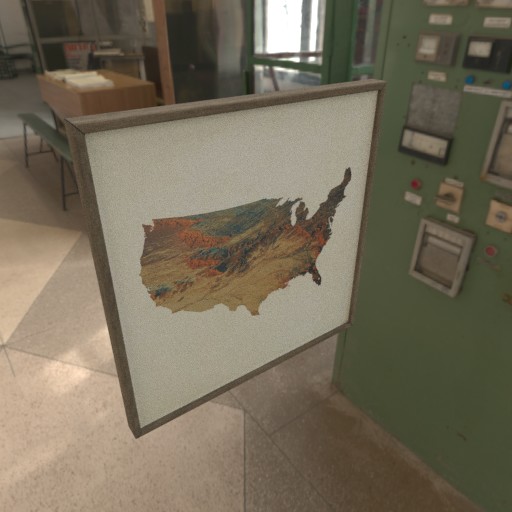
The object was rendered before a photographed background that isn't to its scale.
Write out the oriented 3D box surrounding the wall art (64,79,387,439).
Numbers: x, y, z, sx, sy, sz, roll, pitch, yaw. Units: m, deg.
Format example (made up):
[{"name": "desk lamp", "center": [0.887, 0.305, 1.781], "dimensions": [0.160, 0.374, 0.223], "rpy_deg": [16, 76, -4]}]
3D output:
[{"name": "wall art", "center": [0.000, 0.000, 1.091], "dimensions": [0.749, 0.751, 0.050], "rpy_deg": [-20, 35, -30]}]
